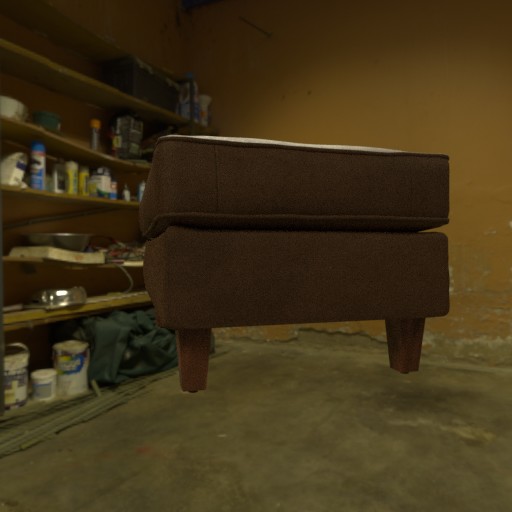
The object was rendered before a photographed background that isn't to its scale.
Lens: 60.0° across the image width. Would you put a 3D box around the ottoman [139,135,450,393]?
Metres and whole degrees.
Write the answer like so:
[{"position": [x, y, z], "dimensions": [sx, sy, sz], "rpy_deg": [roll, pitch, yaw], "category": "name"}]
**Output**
[{"position": [0.000, 0.000, 1.193], "dimensions": [0.596, 0.481, 0.860], "rpy_deg": [0, 1, -16], "category": "ottoman"}]
